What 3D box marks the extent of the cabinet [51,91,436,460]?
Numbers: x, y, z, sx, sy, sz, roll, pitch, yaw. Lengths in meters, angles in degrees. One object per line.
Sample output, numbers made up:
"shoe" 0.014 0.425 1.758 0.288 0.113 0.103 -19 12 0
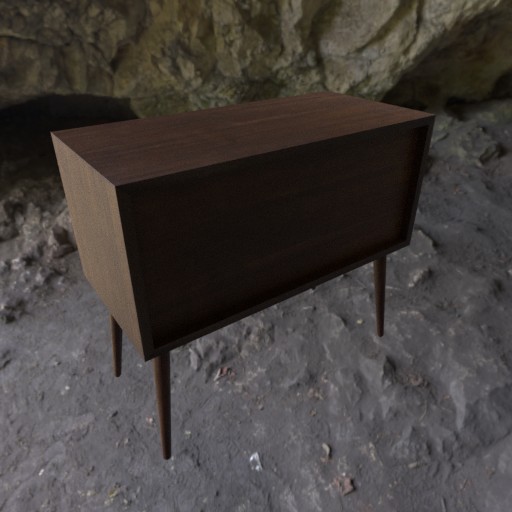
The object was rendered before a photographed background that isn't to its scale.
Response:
"cabinet" 0.000 0.000 1.102 0.743 0.654 0.354 -20 36 -30
